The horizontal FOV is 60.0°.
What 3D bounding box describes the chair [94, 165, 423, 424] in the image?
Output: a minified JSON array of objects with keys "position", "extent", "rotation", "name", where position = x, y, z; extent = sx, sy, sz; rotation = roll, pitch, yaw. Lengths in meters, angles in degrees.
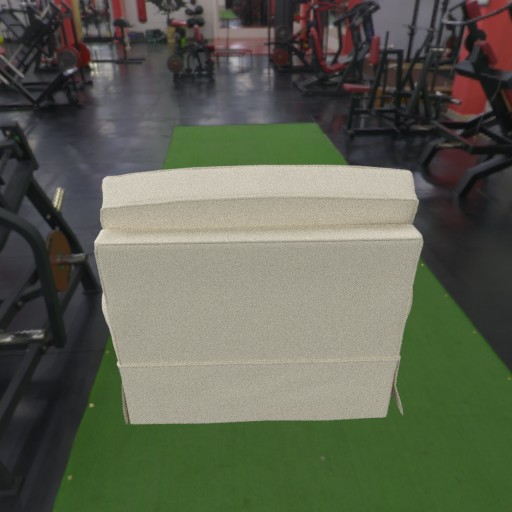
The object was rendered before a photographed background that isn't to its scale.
[{"position":[0.000,0.000,1.832],"extent":[1.099,0.958,0.904],"rotation":[-1,30,-2],"name":"chair"}]
